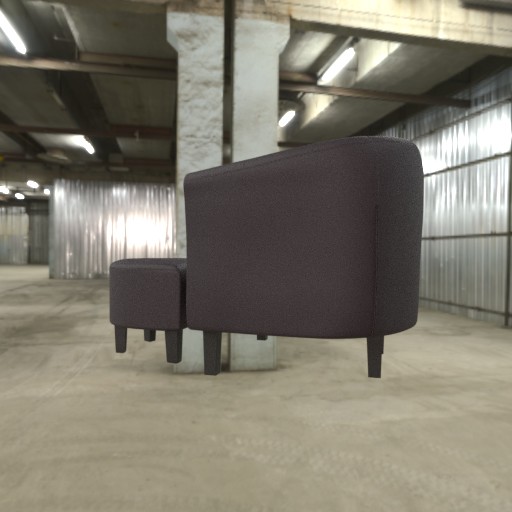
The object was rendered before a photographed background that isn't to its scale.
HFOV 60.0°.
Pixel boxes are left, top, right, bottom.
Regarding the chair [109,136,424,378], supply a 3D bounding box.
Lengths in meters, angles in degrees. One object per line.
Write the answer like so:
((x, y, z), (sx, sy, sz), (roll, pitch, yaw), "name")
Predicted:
((0.000, 0.000, 1.683), (1.191, 0.760, 0.763), (0, 1, 17), "chair")
